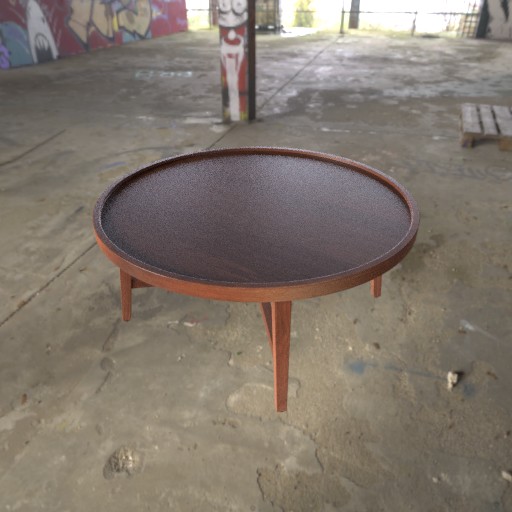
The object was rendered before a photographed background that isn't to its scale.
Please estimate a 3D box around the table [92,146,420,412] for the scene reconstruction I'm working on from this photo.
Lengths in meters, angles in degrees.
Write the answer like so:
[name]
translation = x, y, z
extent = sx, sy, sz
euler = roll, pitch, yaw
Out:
[table]
translation = 0.000, 0.000, 1.228
extent = 0.800, 0.360, 0.800
euler = 0, 32, 0
